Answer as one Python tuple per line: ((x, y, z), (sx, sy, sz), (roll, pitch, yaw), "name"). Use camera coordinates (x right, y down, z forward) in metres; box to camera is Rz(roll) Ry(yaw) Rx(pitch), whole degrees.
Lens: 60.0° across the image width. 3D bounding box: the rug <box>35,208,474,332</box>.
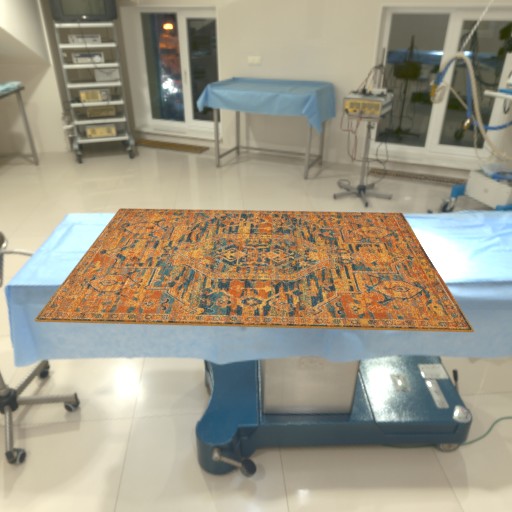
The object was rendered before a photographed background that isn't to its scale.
((0.000, 0.000, 1.109), (0.863, 0.008, 0.557), (1, 30, 2), "rug")
